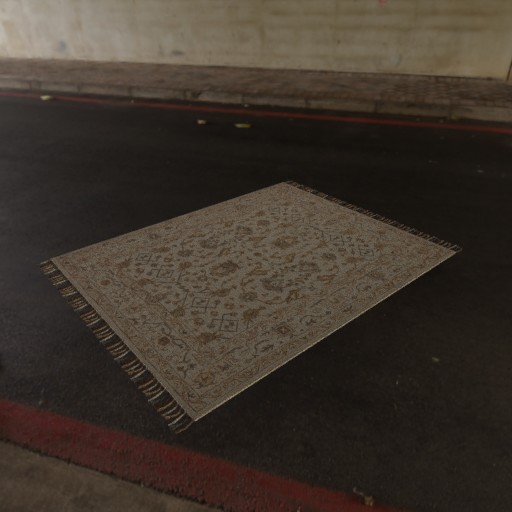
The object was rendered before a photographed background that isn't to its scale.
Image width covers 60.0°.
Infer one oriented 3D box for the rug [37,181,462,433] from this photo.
[{"bbox_3d":[0.000,0.000,2.220,1.726,0.009,1.278,-24,38,-34],"label":"rug"}]
